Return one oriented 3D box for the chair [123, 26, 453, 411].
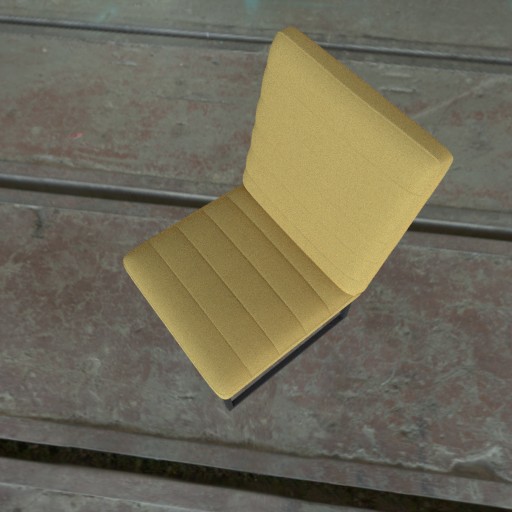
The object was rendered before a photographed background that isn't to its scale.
[{"bbox_3d":[0.000,0.000,1.279,0.634,0.930,0.520,-35,68,-16],"label":"chair"}]
